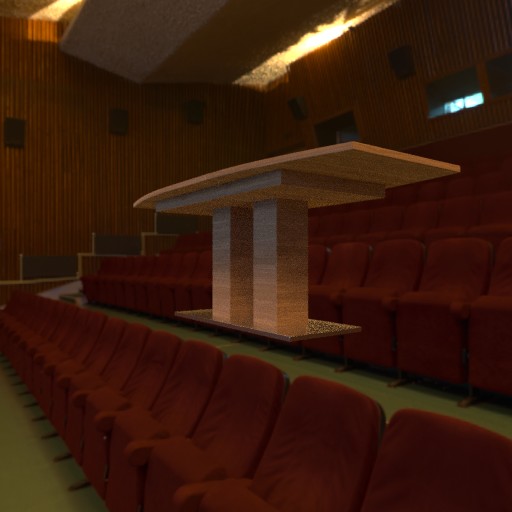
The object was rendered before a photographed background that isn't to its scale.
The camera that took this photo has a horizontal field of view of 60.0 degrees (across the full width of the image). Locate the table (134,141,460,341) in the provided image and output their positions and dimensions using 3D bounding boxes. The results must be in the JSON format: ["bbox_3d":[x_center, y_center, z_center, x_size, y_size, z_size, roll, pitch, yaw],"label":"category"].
[{"bbox_3d":[0.000,0.000,2.503,0.900,0.750,2.032,0,-1,-36],"label":"table"}]
